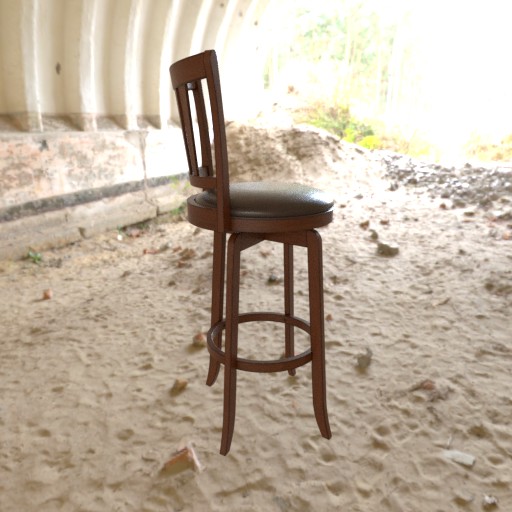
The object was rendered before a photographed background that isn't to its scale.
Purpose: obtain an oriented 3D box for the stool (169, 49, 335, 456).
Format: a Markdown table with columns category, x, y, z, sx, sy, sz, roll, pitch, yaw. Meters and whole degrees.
| category | x | y | z | sx | sy | sz | roll | pitch | yaw |
| --- | --- | --- | --- | --- | --- | --- | --- | --- | --- |
| stool | 0.000 | 0.000 | 1.466 | 0.503 | 1.177 | 0.464 | -4 | 17 | -12 |
